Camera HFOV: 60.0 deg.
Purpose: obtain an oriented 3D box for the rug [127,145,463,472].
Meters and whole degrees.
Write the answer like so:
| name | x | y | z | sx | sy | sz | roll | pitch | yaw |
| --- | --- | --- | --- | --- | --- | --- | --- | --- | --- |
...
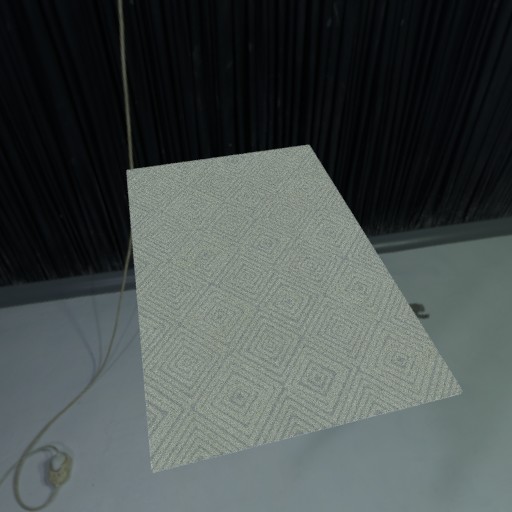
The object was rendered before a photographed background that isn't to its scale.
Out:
| name | x | y | z | sx | sy | sz | roll | pitch | yaw |
| --- | --- | --- | --- | --- | --- | --- | --- | --- | --- |
| rug | 0.000 | 0.000 | 2.139 | 1.143 | 0.008 | 1.753 | -10 | 47 | -10 |
